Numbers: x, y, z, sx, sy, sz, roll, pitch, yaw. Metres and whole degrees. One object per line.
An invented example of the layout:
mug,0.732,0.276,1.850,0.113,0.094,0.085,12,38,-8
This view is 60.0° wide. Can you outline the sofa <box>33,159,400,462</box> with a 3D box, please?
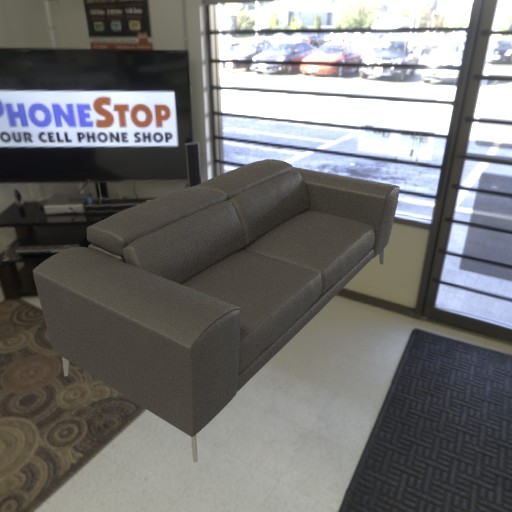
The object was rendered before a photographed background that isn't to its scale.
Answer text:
sofa,0.000,0.000,2.814,1.048,0.814,2.330,17,31,31
